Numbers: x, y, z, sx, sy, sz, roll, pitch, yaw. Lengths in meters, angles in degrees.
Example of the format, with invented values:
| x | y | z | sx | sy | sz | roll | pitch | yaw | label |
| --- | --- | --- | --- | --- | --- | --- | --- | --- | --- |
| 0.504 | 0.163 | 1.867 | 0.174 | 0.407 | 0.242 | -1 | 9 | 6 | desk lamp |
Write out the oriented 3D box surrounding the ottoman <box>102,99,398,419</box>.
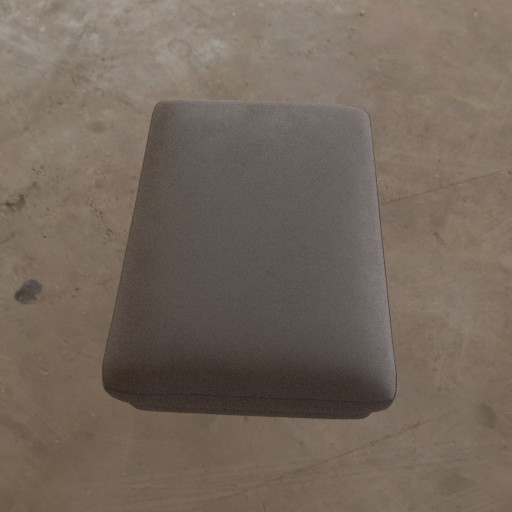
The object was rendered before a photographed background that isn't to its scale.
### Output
| x | y | z | sx | sy | sz | roll | pitch | yaw | label |
| --- | --- | --- | --- | --- | --- | --- | --- | --- | --- |
| 0.000 | 0.000 | 1.178 | 0.608 | 0.449 | 0.811 | 2 | 63 | 1 | ottoman |
